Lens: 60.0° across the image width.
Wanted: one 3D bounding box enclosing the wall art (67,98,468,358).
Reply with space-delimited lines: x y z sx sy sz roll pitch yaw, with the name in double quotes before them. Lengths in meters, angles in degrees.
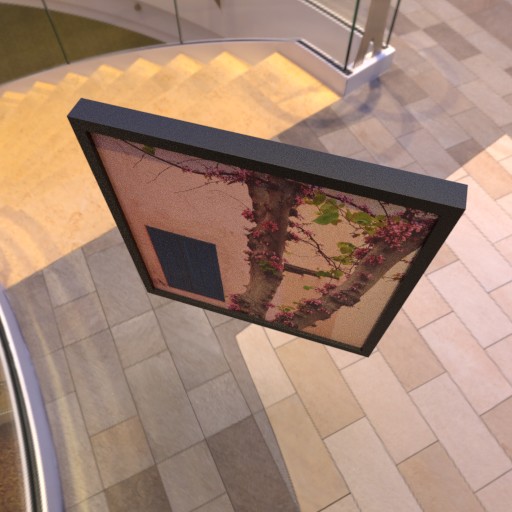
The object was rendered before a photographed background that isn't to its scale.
"wall art" 0.000 0.000 0.765 0.508 0.508 0.038 15 60 9
